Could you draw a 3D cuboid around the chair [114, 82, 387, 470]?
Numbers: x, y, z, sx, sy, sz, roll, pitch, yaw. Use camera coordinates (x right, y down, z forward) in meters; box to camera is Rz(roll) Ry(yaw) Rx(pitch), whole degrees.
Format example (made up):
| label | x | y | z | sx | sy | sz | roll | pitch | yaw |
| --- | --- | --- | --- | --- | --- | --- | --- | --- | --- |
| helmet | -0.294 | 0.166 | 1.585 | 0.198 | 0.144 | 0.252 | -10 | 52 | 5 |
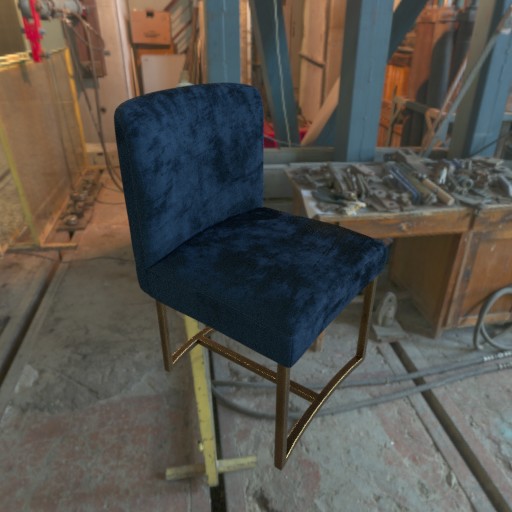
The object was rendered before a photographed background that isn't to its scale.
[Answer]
| label | x | y | z | sx | sy | sz | roll | pitch | yaw |
| --- | --- | --- | --- | --- | --- | --- | --- | --- | --- |
| chair | 0.000 | 0.000 | 1.202 | 0.560 | 0.824 | 0.530 | 19 | 34 | 31 |
